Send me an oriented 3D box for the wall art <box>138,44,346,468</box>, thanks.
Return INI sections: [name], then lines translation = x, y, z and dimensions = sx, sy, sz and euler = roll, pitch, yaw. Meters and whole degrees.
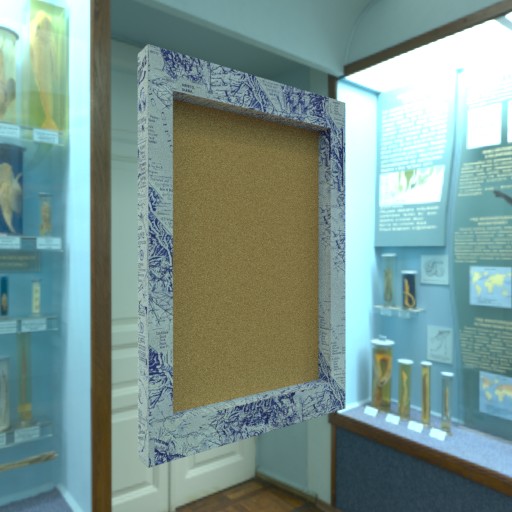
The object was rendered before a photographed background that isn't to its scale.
[wall art]
translation = 0.000, 0.000, 0.478
dimensions = 0.255, 0.376, 0.025
euler = 0, 0, -36
